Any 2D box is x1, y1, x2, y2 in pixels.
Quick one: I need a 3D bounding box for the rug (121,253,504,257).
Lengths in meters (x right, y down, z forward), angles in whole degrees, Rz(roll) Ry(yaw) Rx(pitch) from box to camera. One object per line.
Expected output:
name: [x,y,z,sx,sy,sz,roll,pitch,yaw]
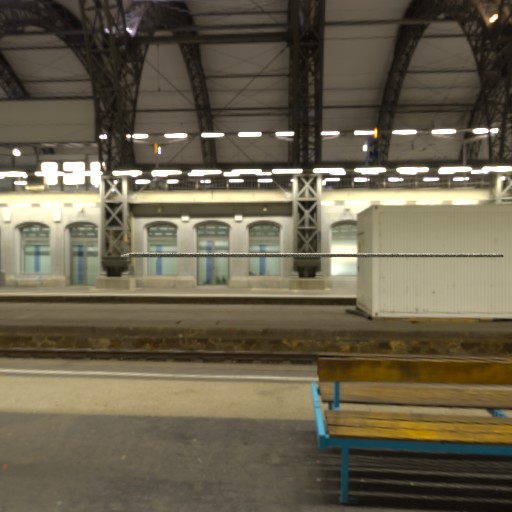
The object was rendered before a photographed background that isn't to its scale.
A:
rug: [0.000,0.000,2.682,1.543,0.015,2.144,0,0,-18]
